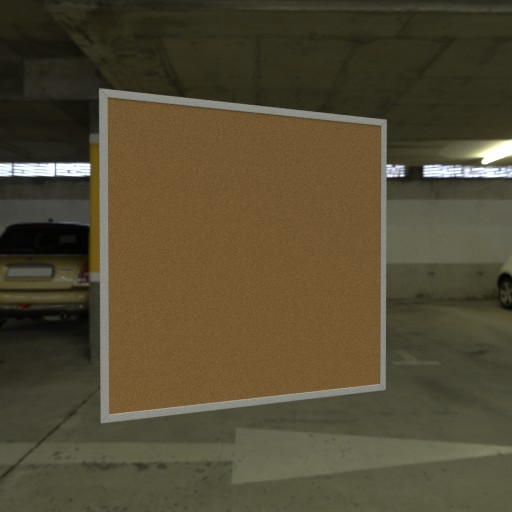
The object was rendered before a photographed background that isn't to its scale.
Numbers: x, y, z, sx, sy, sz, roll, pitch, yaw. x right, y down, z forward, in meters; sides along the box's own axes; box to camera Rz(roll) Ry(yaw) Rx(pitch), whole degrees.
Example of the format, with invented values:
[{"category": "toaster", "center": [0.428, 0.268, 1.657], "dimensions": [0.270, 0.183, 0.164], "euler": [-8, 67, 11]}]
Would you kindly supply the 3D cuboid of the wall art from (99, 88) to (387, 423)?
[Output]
[{"category": "wall art", "center": [0.000, 0.000, 1.147], "dimensions": [0.762, 0.762, 0.038], "euler": [0, 1, -19]}]
